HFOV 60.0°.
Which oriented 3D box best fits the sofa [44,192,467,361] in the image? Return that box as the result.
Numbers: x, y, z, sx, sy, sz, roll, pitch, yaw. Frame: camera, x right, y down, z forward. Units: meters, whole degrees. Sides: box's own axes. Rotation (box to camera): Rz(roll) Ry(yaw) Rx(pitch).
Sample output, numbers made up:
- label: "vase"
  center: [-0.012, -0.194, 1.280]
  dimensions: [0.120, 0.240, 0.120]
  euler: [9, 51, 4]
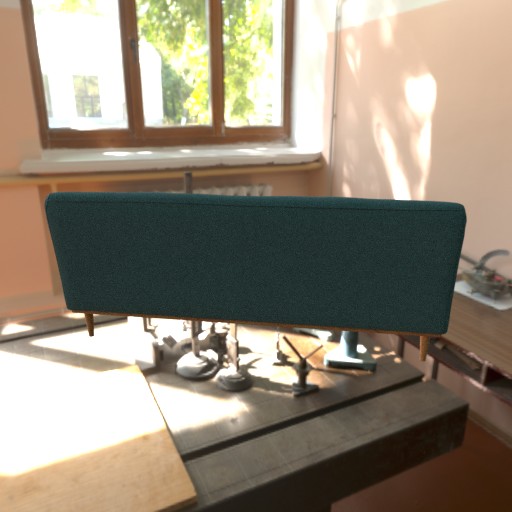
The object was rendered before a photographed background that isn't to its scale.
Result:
- label: "sofa"
  center: [0.000, 0.000, 2.614]
  dimensions: [2.057, 0.871, 0.978]
  euler: [3, 18, 8]
